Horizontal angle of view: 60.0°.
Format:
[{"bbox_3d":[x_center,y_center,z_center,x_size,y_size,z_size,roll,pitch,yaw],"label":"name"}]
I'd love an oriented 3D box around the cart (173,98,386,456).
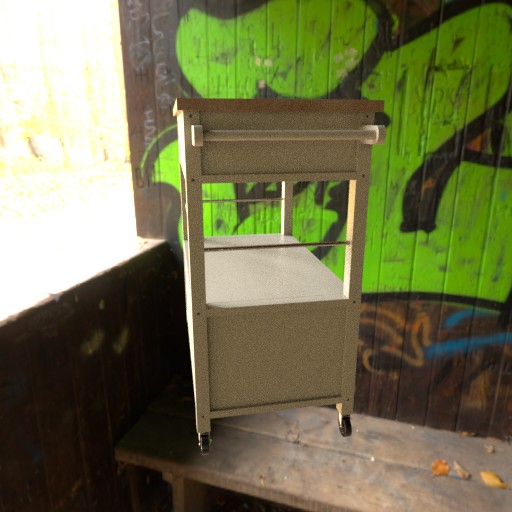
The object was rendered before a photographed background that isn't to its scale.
[{"bbox_3d":[0.000,0.000,1.397,0.459,0.901,0.840,-3,17,-10],"label":"cart"}]
